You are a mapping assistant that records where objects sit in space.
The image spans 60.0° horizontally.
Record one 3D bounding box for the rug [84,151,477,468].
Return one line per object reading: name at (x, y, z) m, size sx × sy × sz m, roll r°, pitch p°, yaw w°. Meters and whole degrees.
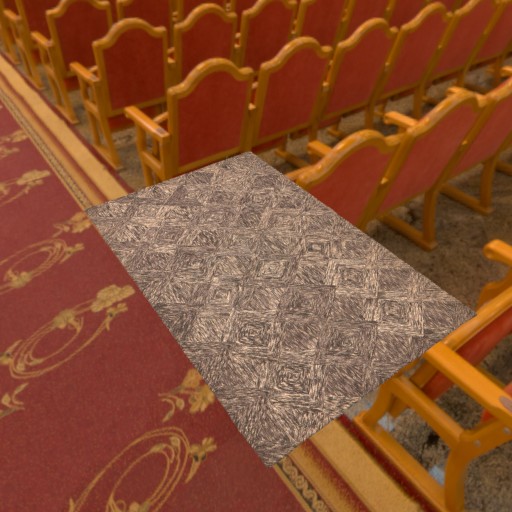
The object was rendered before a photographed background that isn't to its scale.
rug at (0.000, 0.000, 2.302) m, size 1.189 × 0.011 × 1.808 m, roll -26°, pitch 49°, yaw -25°
